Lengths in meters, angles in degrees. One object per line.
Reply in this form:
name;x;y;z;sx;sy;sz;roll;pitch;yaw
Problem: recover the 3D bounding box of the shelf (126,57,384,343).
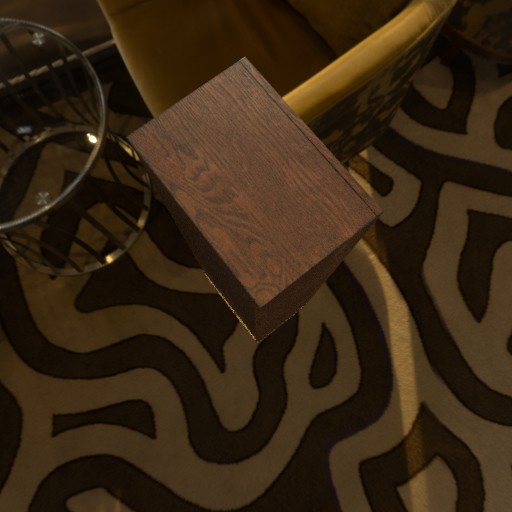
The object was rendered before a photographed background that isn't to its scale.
shelf;0.000;0.000;1.909;0.395;1.732;0.539;-37;79;-8
